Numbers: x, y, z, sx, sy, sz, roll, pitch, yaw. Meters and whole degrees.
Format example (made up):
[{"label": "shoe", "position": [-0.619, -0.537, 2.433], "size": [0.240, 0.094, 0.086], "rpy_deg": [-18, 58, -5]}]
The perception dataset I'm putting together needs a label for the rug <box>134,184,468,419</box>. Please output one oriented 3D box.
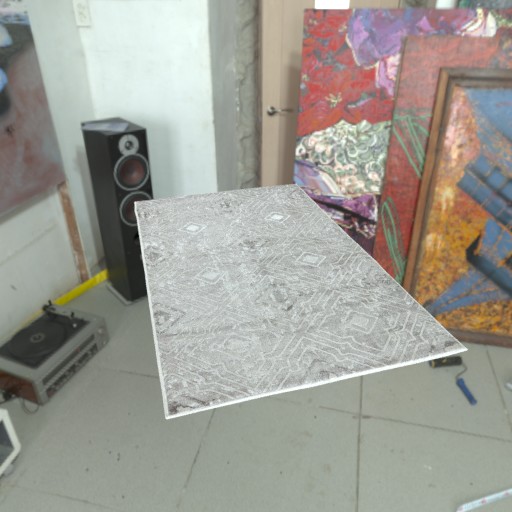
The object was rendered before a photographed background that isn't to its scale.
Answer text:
[{"label": "rug", "position": [0.000, 0.000, 3.087], "size": [1.537, 0.036, 2.447], "rpy_deg": [-8, 31, -14]}]
